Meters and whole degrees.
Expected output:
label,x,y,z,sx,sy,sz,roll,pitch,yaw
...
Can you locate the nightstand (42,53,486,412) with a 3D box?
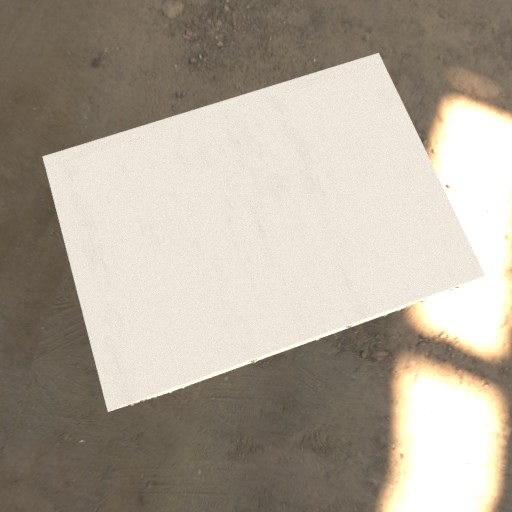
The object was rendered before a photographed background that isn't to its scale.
label,x,y,z,sx,sy,sz,roll,pitch,yaw
nightstand,0.000,0.000,1.015,0.614,0.604,0.447,-19,77,-5
